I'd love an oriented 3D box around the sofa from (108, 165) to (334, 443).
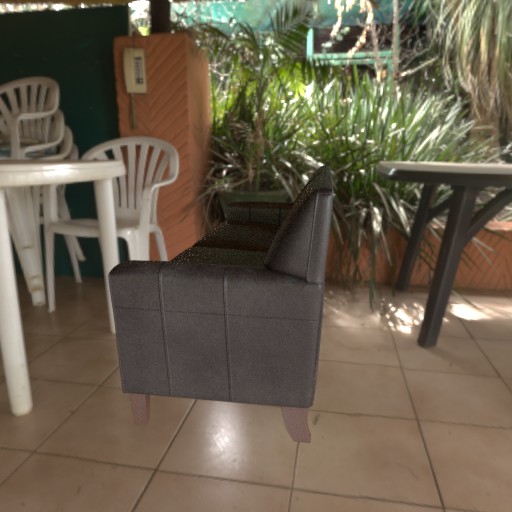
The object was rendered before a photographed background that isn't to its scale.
[{"bbox_3d":[0.000,0.000,2.509,0.805,0.947,2.053,2,14,9],"label":"sofa"}]
